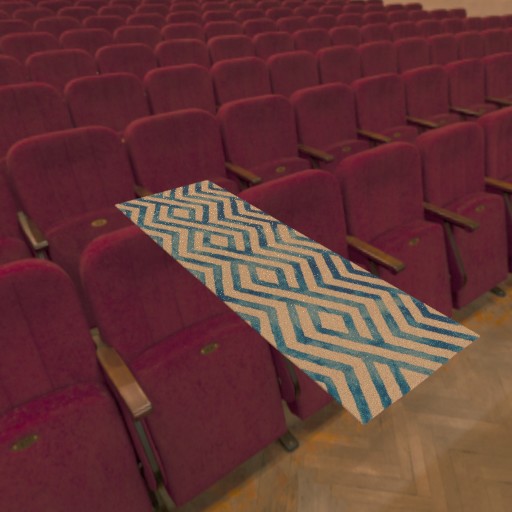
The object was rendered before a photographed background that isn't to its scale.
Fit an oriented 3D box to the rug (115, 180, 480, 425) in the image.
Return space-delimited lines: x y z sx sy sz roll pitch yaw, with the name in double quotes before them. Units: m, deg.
"rug" 0.000 0.000 1.659 0.503 0.007 1.492 -22 38 -31
